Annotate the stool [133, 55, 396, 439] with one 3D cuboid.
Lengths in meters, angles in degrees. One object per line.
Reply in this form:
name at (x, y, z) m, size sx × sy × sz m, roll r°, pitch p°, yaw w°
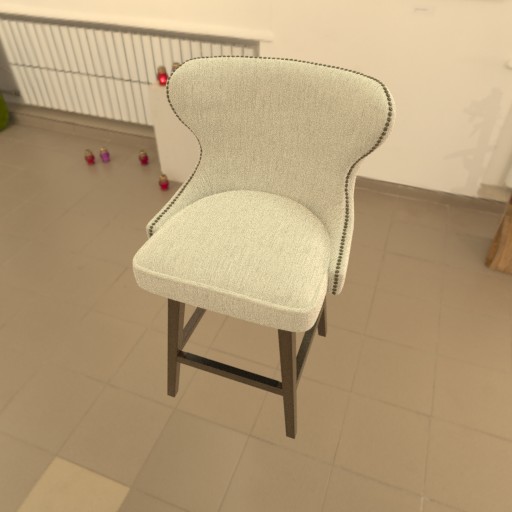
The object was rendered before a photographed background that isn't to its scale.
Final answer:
stool at (0.000, 0.000, 1.325) m, size 0.615 × 0.972 × 0.597 m, roll 14°, pitch 43°, yaw 15°
